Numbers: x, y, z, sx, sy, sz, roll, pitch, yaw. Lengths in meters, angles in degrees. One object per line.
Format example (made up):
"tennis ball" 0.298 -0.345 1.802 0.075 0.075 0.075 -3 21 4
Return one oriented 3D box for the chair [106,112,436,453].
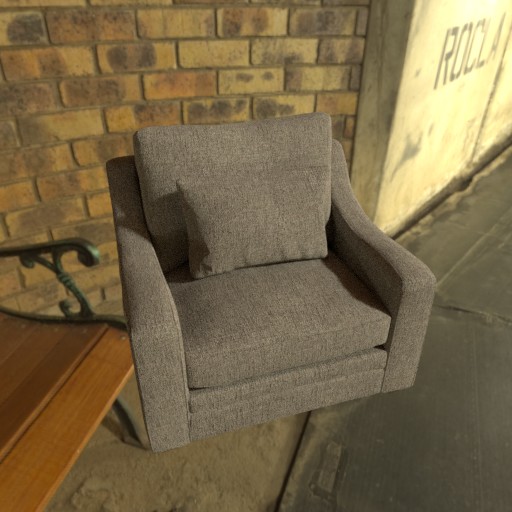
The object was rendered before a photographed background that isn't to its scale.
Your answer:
"chair" 0.000 0.000 1.918 1.138 1.037 1.009 -9 33 -14
